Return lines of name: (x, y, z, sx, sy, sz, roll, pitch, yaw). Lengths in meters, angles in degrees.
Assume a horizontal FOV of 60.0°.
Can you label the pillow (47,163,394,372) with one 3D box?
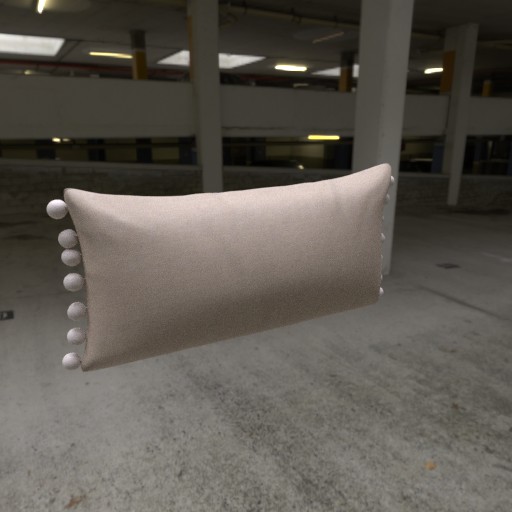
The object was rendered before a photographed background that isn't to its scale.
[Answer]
pillow: (0.000, 0.000, 0.841, 0.709, 0.322, 0.201, -9, 18, -28)
